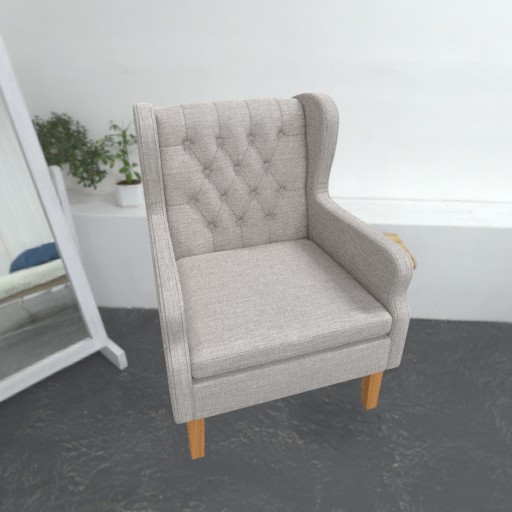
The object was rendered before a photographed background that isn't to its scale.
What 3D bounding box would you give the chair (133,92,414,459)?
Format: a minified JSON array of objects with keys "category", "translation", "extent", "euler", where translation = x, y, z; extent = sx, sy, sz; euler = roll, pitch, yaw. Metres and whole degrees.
[{"category":"chair","translation":[0.000,0.000,1.478],"extent":[0.710,0.930,0.760],"euler":[-9,32,-16]}]
